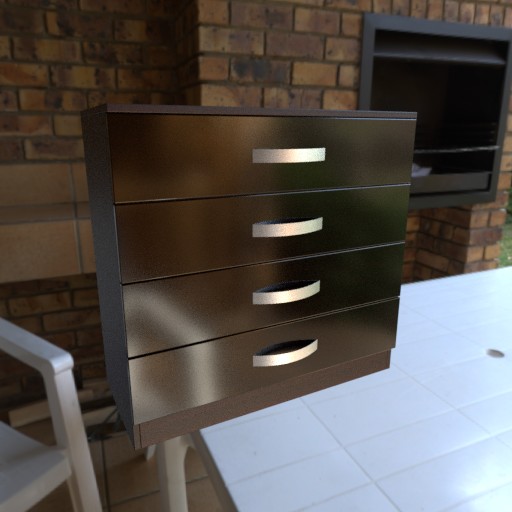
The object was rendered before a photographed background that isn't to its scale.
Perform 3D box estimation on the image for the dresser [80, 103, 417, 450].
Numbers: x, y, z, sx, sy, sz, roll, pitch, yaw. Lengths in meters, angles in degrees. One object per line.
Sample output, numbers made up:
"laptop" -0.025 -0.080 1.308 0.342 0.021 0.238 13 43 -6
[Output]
"dresser" 0.000 0.000 1.160 0.750 0.720 0.360 -8 17 -27
